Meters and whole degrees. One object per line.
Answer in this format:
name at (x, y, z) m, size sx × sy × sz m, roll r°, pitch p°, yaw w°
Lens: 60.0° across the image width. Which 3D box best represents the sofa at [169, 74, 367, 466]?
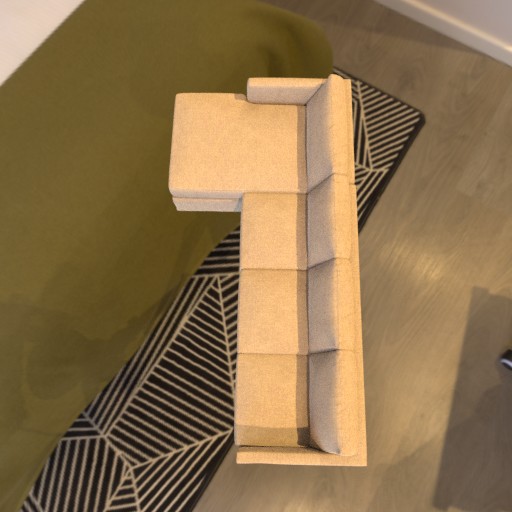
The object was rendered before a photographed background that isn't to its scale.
sofa at (0.000, 0.000, 3.794) m, size 1.638 × 0.920 × 3.198 m, roll 1°, pitch 75°, yaw 0°
